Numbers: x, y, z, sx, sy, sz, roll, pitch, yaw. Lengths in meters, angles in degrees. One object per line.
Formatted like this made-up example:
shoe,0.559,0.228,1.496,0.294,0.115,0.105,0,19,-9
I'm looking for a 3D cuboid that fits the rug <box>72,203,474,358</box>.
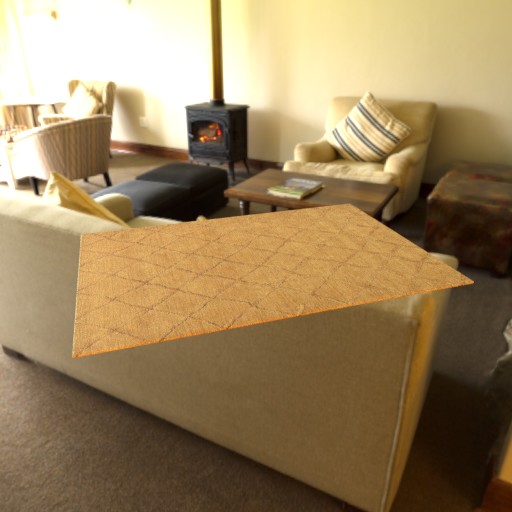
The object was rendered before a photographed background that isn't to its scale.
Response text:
rug,0.000,0.000,3.030,2.292,0.014,1.528,-8,27,-16
